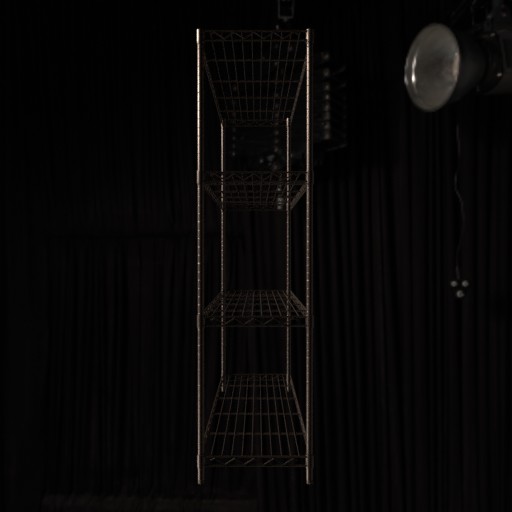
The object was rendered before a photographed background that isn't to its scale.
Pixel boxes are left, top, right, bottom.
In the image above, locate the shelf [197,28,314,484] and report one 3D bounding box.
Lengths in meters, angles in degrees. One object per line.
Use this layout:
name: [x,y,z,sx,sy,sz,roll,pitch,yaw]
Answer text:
shelf: [0.000,0.000,1.774,0.352,1.361,0.907,0,1,0]
